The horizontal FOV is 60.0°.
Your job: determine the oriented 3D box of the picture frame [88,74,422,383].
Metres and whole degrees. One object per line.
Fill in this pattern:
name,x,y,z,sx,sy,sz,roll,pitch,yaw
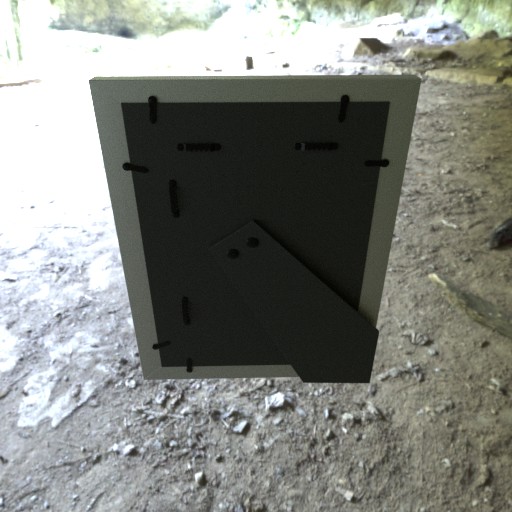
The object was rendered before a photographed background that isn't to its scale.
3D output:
picture frame,0.000,0.000,0.512,0.307,0.386,0.036,-1,31,-1
